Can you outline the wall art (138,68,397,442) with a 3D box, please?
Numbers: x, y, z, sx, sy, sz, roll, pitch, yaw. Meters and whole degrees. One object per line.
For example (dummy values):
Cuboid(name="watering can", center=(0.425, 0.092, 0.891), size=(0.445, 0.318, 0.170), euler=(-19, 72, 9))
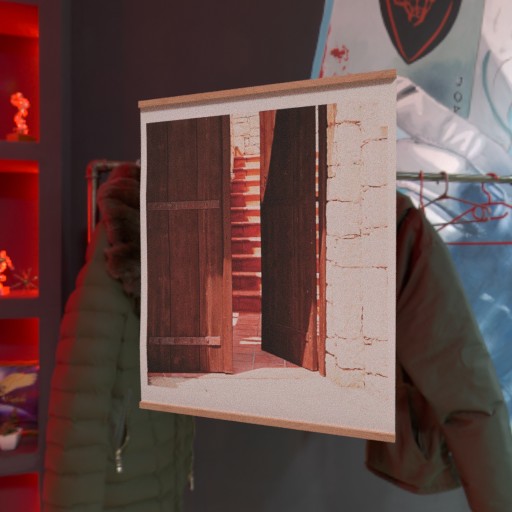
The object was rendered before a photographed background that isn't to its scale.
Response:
Cuboid(name="wall art", center=(0.000, 0.000, 0.674), size=(0.406, 0.508, 0.013), euler=(0, 1, 19))
